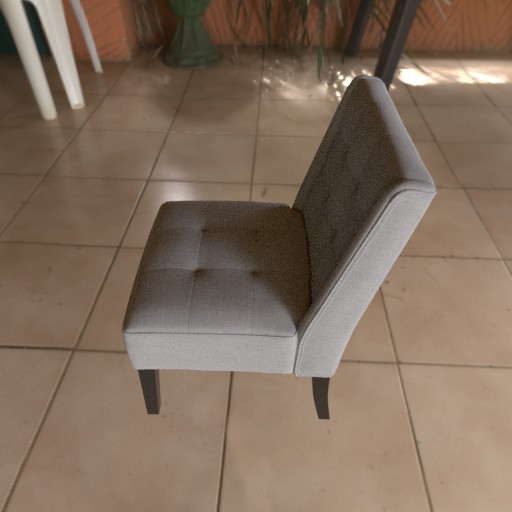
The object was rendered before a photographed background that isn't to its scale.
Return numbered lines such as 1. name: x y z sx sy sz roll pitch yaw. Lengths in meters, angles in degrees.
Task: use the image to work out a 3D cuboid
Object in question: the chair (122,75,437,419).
1. chair: 0.000 0.000 1.279 0.676 0.853 0.569 1 42 1
